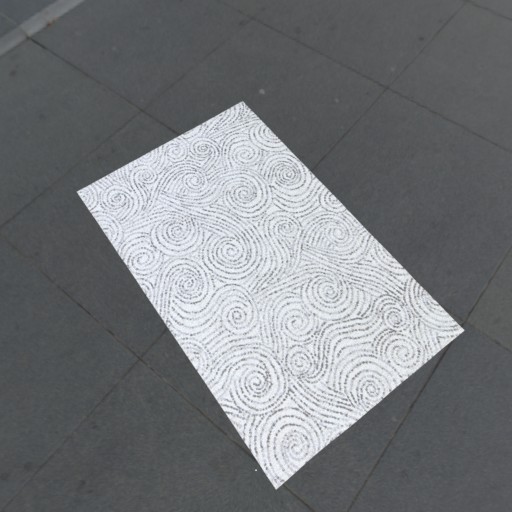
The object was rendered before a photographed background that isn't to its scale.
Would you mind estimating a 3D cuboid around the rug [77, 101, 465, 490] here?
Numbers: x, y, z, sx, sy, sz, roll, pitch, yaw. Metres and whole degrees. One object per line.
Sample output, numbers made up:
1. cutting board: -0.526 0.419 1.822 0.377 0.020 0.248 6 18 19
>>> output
1. rug: 0.000 0.000 3.065 1.524 0.005 2.439 -34 69 -15
